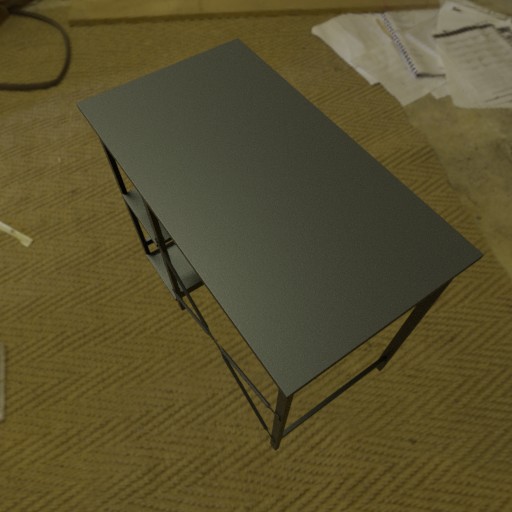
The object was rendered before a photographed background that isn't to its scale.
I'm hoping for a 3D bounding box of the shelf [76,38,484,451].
[{"bbox_3d":[0.000,0.000,1.334,0.498,0.749,0.902,-31,63,-17],"label":"shelf"}]
